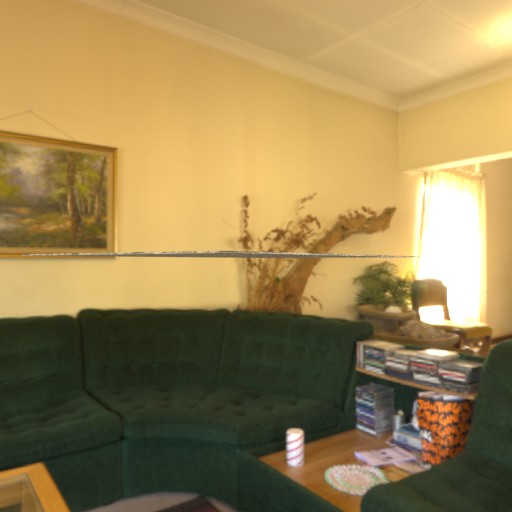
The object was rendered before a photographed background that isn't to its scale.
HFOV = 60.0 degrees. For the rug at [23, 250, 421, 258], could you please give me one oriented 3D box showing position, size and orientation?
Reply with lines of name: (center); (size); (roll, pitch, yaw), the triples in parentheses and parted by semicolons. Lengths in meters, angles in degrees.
rug: (0.000, 0.000, 2.072); (1.035, 0.006, 1.652); (0, -1, 36)
